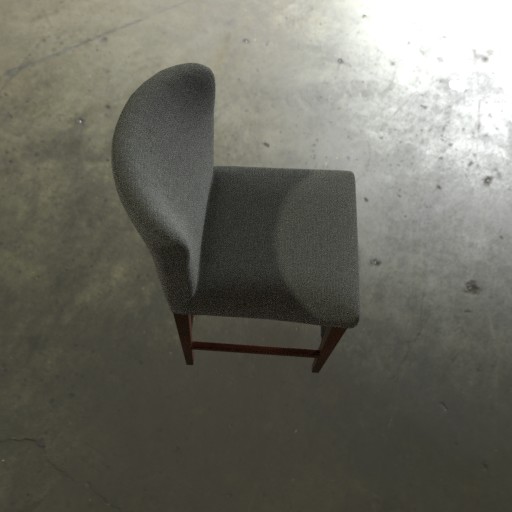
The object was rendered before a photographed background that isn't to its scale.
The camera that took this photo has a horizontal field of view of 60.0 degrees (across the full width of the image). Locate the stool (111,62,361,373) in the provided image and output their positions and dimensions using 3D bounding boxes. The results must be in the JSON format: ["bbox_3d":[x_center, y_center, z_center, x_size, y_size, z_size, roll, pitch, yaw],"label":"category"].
[{"bbox_3d":[0.000,0.000,1.343,0.568,1.069,0.486,4,63,2],"label":"stool"}]
